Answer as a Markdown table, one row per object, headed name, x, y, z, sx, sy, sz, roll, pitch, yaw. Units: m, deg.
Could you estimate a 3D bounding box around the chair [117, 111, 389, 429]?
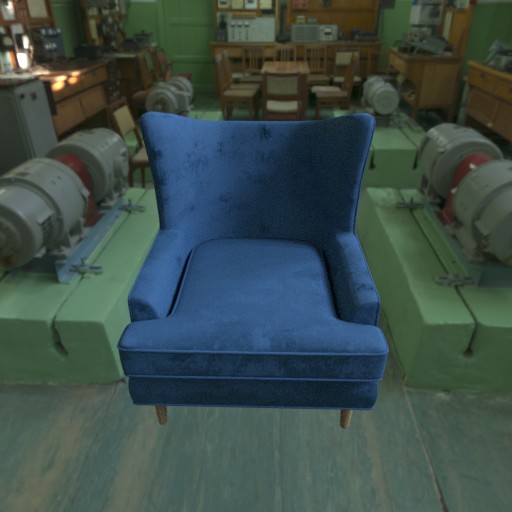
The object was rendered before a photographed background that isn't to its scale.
| name | x | y | z | sx | sy | sz | roll | pitch | yaw |
| --- | --- | --- | --- | --- | --- | --- | --- | --- | --- |
| chair | 0.000 | 0.000 | 1.613 | 0.793 | 0.952 | 0.910 | 1 | 30 | 1 |
